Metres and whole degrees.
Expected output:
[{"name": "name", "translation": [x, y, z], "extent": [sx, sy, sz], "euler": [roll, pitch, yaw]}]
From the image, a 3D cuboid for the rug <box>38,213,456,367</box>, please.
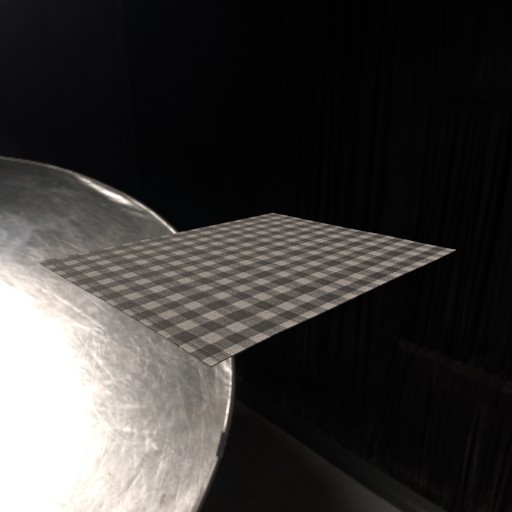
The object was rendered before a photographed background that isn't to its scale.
[{"name": "rug", "translation": [0.000, 0.000, 4.093], "extent": [3.021, 0.013, 2.432], "euler": [-16, 23, -42]}]
